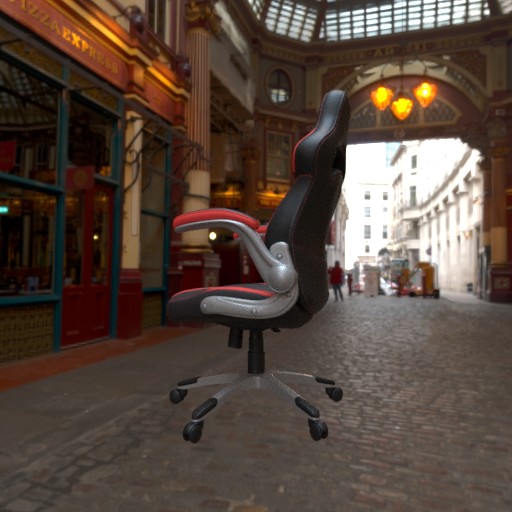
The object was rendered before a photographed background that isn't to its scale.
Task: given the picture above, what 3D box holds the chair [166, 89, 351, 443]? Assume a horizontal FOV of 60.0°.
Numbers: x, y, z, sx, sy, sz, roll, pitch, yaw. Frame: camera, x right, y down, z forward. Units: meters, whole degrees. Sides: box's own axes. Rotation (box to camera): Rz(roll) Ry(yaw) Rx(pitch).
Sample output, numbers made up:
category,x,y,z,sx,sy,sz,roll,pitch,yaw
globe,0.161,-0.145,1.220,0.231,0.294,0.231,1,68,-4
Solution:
category,x,y,z,sx,sy,sz,roll,pitch,yaw
chair,0.000,0.000,1.686,0.712,1.165,0.758,0,-2,17
